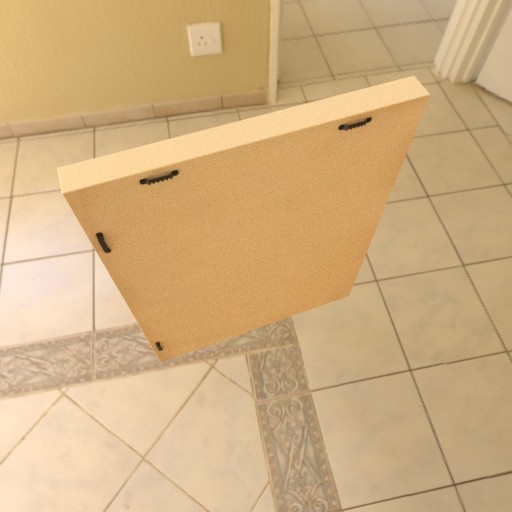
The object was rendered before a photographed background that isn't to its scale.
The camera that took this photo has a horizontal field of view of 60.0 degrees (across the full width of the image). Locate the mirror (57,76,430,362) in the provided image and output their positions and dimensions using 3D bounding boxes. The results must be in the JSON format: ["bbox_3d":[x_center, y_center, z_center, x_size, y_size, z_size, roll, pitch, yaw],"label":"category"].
[{"bbox_3d":[0.000,0.000,0.682,0.405,0.508,0.041,-18,60,-11],"label":"mirror"}]
